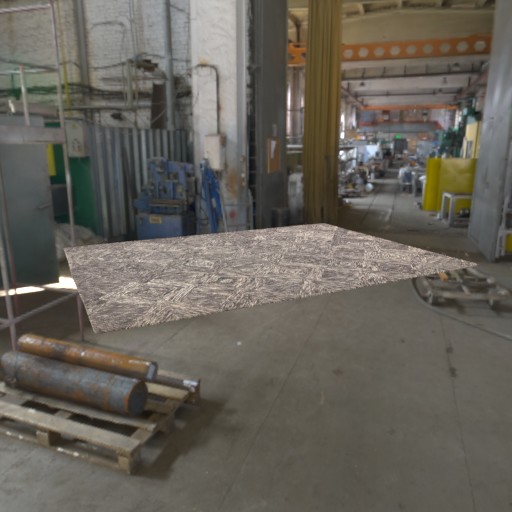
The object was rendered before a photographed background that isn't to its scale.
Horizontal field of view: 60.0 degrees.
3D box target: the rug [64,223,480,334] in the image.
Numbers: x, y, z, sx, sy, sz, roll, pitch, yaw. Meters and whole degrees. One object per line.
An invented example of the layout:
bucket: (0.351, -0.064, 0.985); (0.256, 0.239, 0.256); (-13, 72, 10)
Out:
rug: (0.000, 0.000, 5.309); (4.093, 0.020, 2.997); (-7, 16, -26)
